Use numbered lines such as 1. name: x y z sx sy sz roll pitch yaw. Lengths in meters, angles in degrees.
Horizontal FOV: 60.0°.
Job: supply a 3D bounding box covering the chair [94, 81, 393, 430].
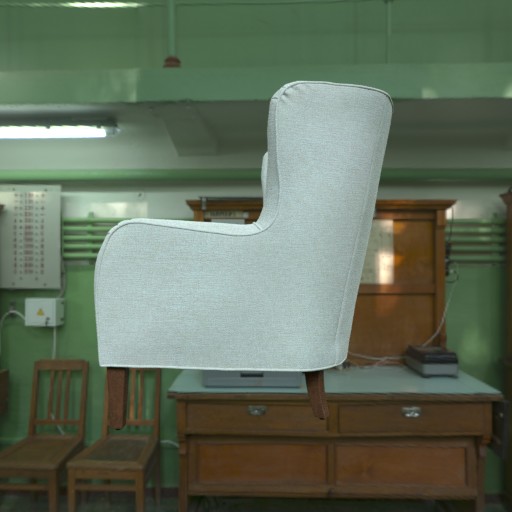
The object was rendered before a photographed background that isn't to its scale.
1. chair: 0.000 0.000 1.692 0.966 1.040 0.838 0 0 0
